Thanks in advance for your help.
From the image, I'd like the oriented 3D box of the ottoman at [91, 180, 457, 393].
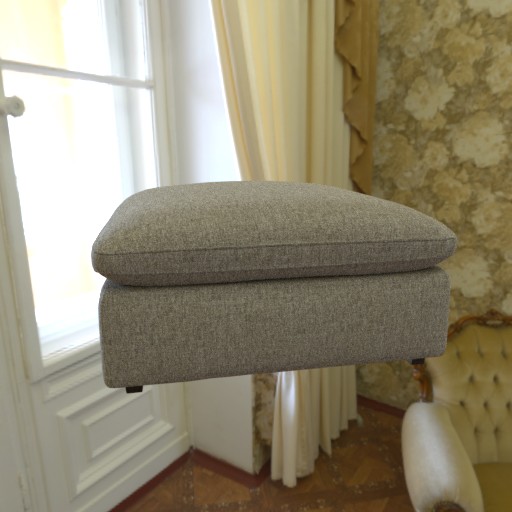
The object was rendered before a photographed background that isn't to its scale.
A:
[{"bbox_3d":[0.000,0.000,1.678,1.039,0.526,1.035,-3,15,-11],"label":"ottoman"}]
